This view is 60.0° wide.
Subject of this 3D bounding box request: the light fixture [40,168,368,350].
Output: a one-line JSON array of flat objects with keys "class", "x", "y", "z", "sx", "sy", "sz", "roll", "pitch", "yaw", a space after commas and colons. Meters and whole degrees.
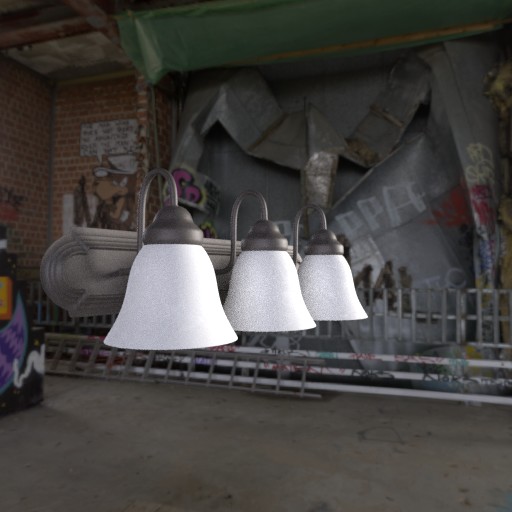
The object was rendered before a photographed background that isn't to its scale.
[{"class": "light fixture", "x": 0.000, "y": 0.000, "z": 0.726, "sx": 0.199, "sy": 0.222, "sz": 0.610, "roll": -2, "pitch": -3, "yaw": 38}]
